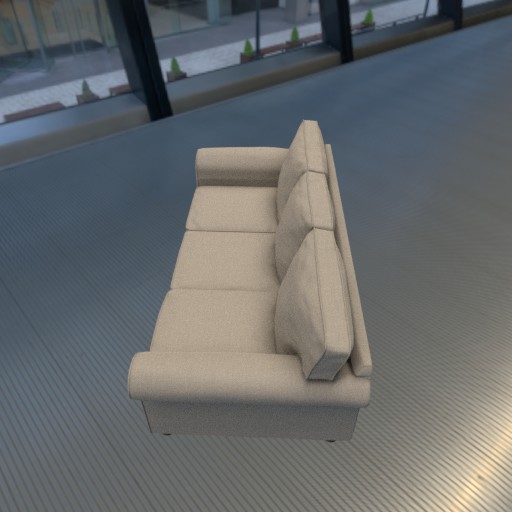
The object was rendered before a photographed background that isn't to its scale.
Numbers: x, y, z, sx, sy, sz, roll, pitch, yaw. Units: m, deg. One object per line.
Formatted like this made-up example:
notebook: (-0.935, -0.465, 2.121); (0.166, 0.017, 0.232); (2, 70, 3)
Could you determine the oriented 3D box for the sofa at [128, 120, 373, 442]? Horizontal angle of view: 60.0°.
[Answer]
sofa: (0.000, 0.000, 2.654); (0.998, 0.889, 2.118); (2, 40, 2)
